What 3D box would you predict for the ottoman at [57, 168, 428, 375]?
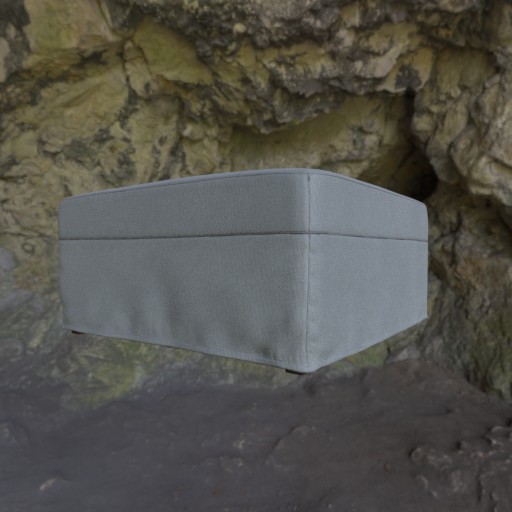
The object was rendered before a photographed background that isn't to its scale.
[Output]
[{"bbox_3d":[0.000,0.000,1.366,0.842,0.441,0.843,0,1,35],"label":"ottoman"}]
